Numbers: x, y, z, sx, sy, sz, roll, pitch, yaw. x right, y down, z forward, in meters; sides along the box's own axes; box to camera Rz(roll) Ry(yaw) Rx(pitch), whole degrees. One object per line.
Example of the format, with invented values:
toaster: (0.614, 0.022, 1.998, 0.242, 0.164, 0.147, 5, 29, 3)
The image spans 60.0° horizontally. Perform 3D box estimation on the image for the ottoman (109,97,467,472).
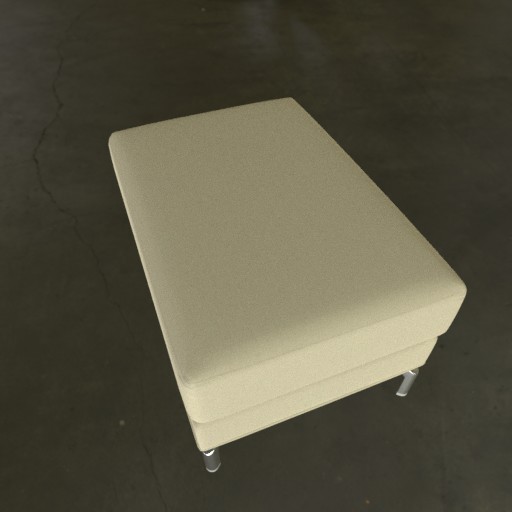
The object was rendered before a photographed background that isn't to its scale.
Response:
ottoman: (0.000, 0.000, 1.189, 0.581, 0.497, 0.835, -16, 49, -14)
